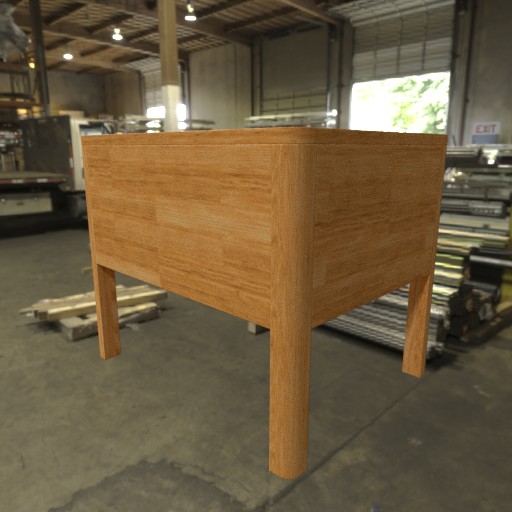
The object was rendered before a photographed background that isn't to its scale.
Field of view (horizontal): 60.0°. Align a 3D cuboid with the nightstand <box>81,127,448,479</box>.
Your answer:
[{"bbox_3d":[0.000,0.000,0.893,0.560,0.470,0.440,13,19,43],"label":"nightstand"}]
